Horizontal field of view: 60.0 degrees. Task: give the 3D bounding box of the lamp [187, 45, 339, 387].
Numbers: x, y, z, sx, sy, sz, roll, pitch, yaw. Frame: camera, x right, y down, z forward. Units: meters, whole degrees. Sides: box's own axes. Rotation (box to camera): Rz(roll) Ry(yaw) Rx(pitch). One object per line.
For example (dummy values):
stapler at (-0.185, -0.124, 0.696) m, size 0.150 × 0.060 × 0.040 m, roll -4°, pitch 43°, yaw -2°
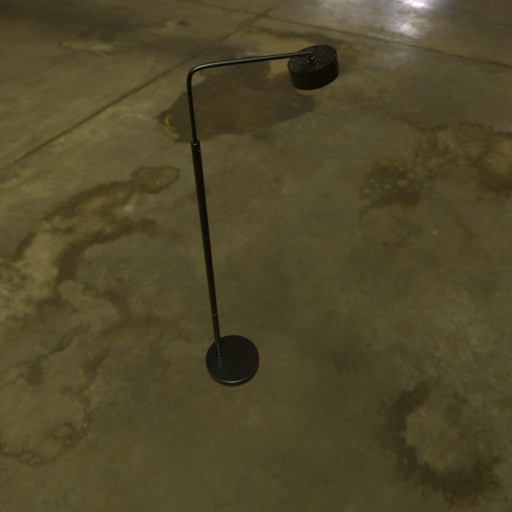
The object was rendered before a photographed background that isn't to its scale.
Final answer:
lamp at (0.000, 0.000, 1.415) m, size 0.418 × 1.230 × 0.219 m, roll -11°, pitch 47°, yaw -10°
